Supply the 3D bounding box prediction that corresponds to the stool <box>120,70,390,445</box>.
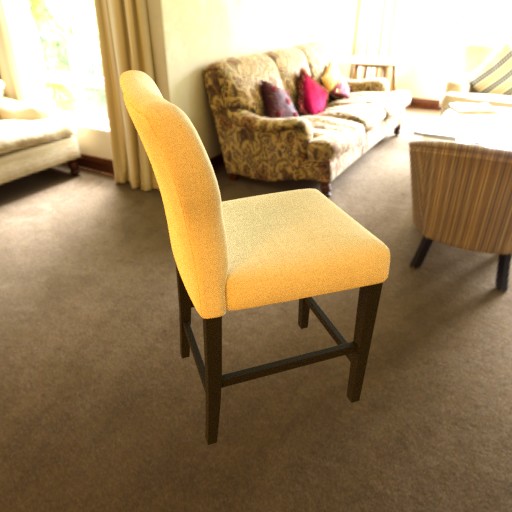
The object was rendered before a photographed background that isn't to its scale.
[{"bbox_3d":[0.000,0.000,1.276,0.603,0.972,0.514,-10,32,-17],"label":"stool"}]
